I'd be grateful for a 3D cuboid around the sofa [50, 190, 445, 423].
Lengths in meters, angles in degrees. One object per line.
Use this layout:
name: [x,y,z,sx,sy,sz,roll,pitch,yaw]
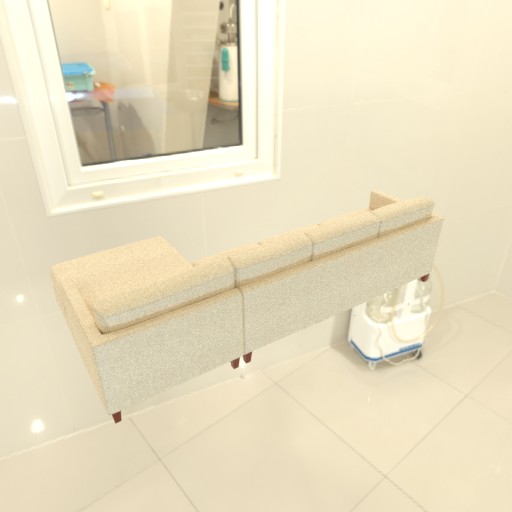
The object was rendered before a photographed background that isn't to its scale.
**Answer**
sofa: [0.000,0.000,4.251,3.471,0.954,1.603,-18,35,-28]
